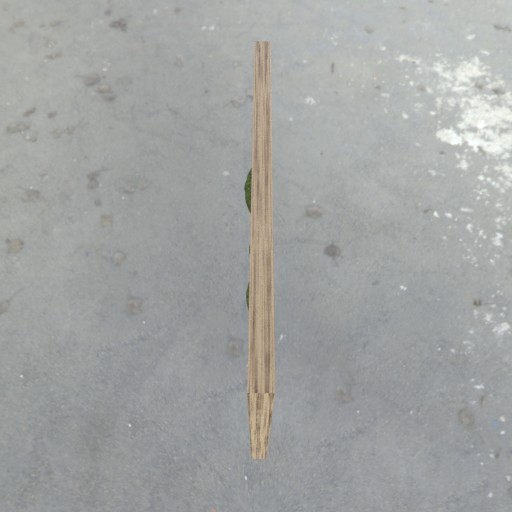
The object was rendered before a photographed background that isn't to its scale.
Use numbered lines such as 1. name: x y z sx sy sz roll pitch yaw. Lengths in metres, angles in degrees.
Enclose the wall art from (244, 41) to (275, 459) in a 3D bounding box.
1. wall art: 0.000 0.000 1.103 0.063 0.609 0.841 1 58 0
